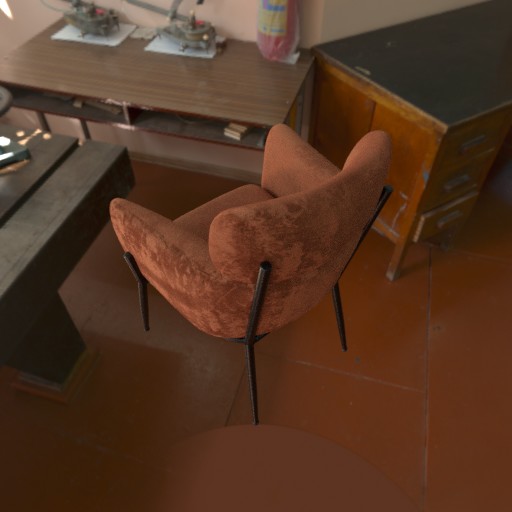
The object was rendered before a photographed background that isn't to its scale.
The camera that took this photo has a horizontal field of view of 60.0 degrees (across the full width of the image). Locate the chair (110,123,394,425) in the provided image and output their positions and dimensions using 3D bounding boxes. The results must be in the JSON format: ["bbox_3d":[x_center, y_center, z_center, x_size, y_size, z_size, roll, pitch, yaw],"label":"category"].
[{"bbox_3d":[0.000,0.000,1.158,0.561,0.772,0.523,-32,55,-26],"label":"chair"}]
